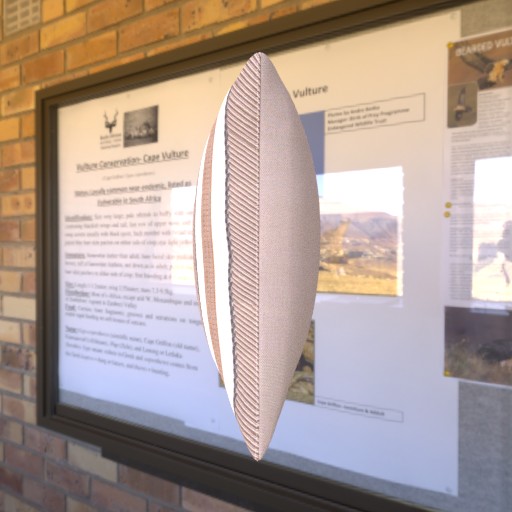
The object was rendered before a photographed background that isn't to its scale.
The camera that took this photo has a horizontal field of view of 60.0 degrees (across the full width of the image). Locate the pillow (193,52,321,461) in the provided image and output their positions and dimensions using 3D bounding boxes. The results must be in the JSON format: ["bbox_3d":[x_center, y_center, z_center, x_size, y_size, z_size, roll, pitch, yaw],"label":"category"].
[{"bbox_3d":[0.000,0.000,0.633,0.173,0.401,0.416,0,1,-1],"label":"pillow"}]
